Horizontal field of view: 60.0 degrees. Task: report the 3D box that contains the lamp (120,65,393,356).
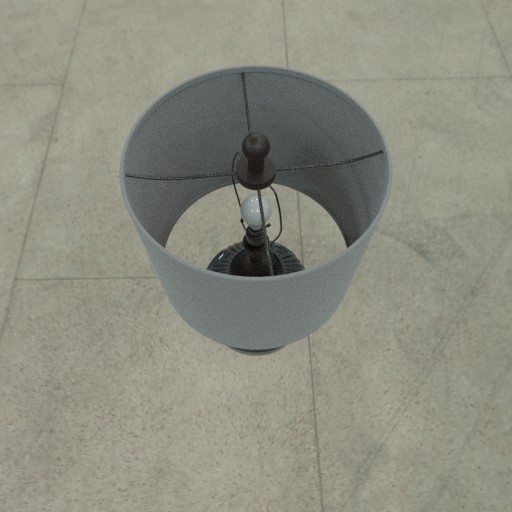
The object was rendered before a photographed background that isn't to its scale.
[{"bbox_3d":[0.000,0.000,0.740,0.318,0.567,0.318,0,62,0],"label":"lamp"}]
